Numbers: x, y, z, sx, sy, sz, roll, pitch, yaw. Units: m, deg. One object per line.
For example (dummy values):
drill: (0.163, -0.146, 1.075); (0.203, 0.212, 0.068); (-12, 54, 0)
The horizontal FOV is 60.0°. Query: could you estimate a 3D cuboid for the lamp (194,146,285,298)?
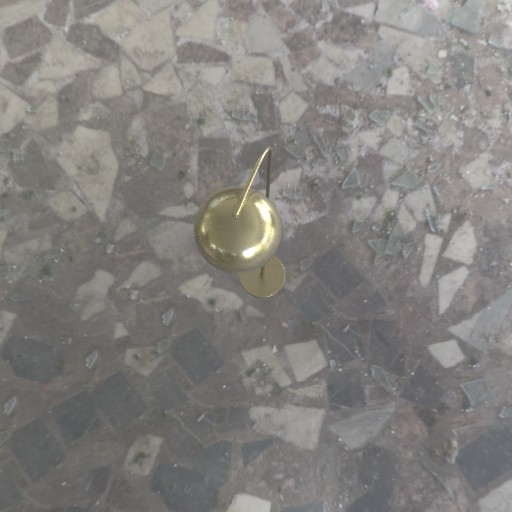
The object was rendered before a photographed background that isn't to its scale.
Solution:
lamp: (0.000, 0.000, 1.693); (0.250, 1.526, 0.431); (22, 77, 5)
